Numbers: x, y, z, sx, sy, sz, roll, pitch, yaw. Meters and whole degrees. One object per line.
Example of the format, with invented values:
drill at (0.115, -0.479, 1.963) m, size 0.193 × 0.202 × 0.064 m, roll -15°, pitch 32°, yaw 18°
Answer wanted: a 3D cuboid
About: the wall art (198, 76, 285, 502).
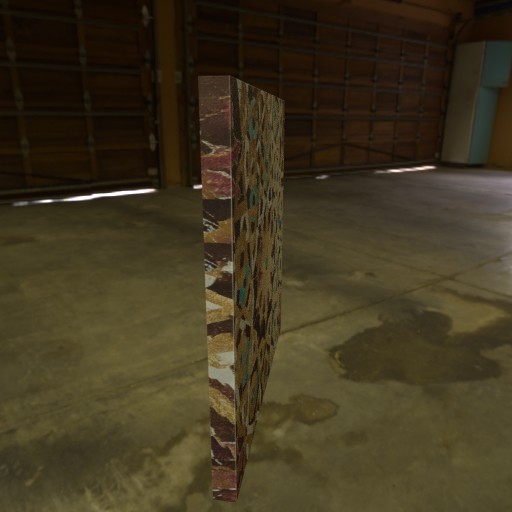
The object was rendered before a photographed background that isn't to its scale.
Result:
wall art at (0.000, 0.000, 0.887) m, size 0.041 × 0.613 × 0.609 m, roll 3°, pitch 17°, yaw 9°
